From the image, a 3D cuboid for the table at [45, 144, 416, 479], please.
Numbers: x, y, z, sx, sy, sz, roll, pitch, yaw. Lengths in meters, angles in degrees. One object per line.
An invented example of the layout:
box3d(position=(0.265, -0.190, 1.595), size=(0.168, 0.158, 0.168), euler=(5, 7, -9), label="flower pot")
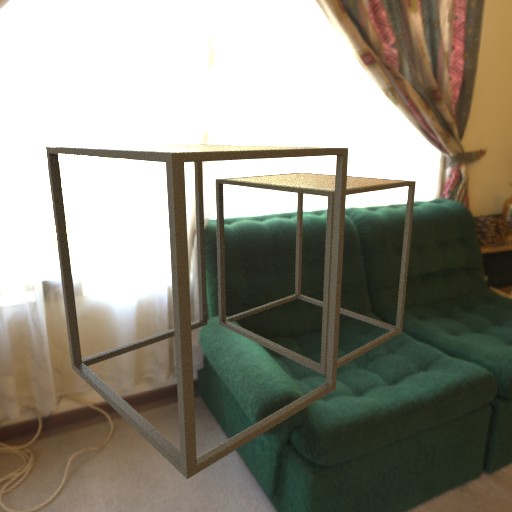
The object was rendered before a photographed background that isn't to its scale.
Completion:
box3d(position=(0.000, 0.000, 1.120), size=(0.788, 0.540, 0.508), euler=(-14, 20, -41), label="table")
